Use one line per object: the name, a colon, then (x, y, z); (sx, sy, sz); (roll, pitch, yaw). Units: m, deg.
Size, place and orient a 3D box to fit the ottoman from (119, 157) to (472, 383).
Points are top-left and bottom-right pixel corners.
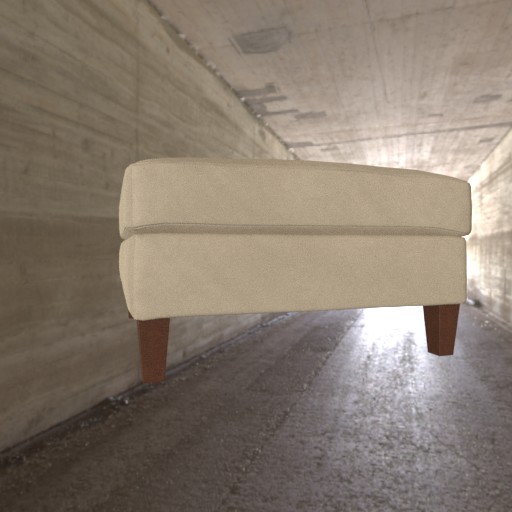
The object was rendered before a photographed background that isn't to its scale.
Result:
ottoman: (0.000, 0.000, 1.431); (0.836, 0.492, 1.002); (0, 1, -18)
